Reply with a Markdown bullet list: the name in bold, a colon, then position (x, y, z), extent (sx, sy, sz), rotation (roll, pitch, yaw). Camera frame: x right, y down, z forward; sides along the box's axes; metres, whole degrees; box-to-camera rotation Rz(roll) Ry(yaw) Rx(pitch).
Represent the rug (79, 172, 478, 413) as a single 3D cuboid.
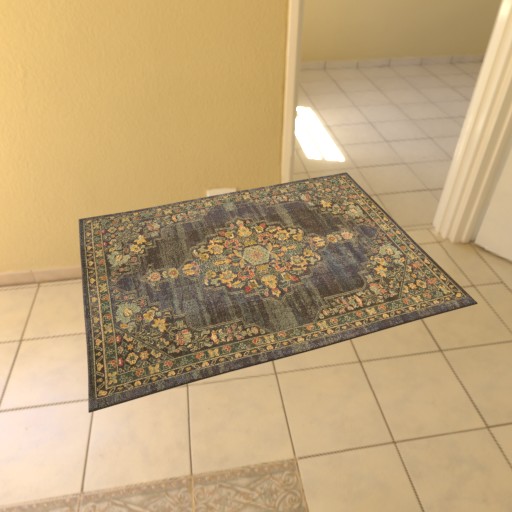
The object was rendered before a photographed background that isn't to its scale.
- **rug**: position (0.000, 0.000, 4.807), extent (3.612, 0.035, 2.716), rotation (-12, 41, -14)
